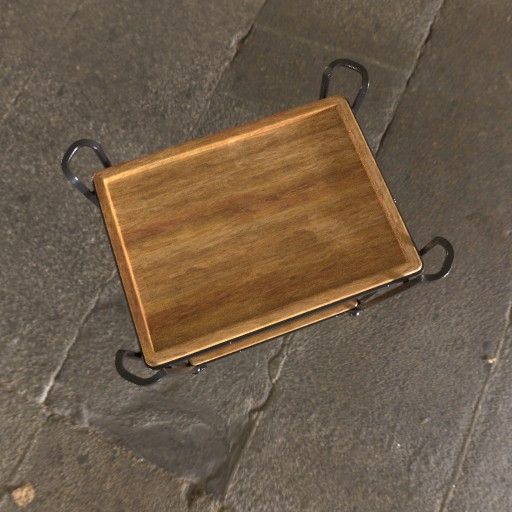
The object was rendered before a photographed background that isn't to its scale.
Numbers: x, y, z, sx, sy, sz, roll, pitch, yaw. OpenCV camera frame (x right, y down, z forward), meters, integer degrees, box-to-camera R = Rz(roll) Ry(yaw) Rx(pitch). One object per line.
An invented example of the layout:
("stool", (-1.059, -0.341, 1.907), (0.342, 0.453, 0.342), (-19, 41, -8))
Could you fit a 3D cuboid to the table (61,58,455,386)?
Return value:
("table", (0.000, 0.000, 1.233), (0.672, 0.785, 0.505), (-19, 76, -5))
